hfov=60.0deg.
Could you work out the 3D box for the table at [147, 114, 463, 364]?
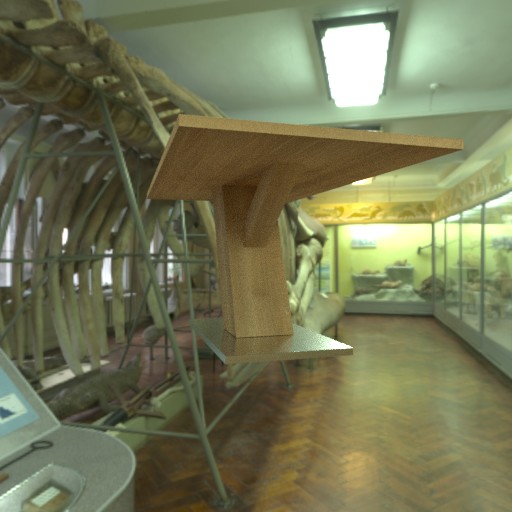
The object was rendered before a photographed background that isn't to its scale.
[{"bbox_3d":[0.000,0.000,2.051,0.900,0.750,1.600,0,0,-17],"label":"table"}]
